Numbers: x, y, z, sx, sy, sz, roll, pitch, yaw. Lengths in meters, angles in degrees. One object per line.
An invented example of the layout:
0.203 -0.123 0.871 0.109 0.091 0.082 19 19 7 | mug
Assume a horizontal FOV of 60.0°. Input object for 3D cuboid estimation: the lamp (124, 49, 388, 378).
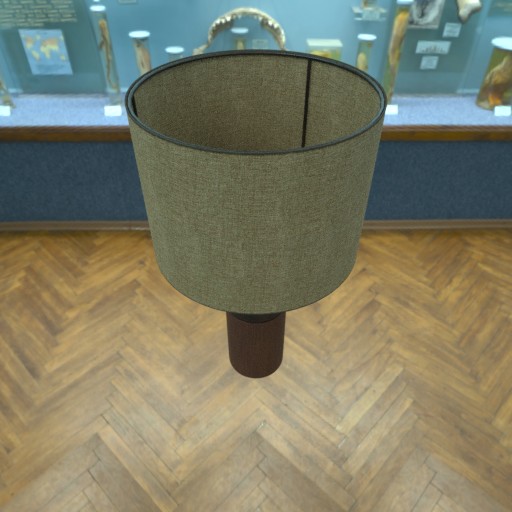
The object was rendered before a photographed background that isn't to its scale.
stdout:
0.000 0.000 0.464 0.202 0.350 0.202 0 42 0 | lamp
